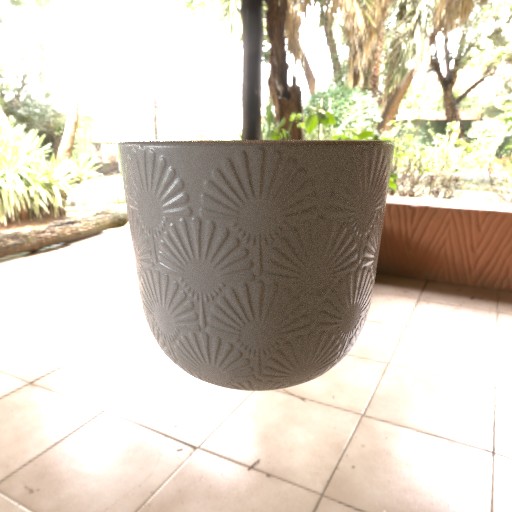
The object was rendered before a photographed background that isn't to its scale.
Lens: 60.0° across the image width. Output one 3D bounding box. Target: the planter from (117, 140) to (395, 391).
[{"bbox_3d":[0.000,0.000,0.301,0.170,0.152,0.170,0,15,0],"label":"planter"}]
